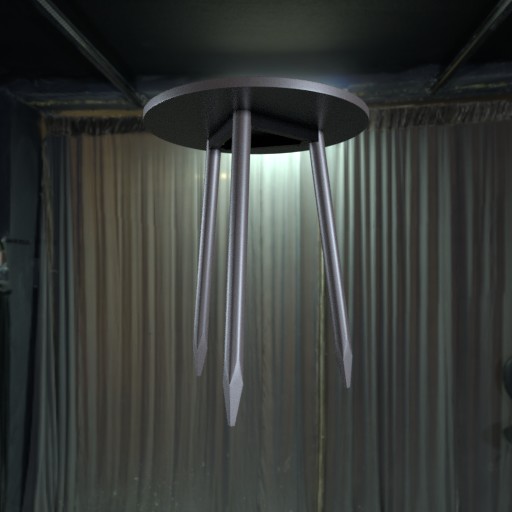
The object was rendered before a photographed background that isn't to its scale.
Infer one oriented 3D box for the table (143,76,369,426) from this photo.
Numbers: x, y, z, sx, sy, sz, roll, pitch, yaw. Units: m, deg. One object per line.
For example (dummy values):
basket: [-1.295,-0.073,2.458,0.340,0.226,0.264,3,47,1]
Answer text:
table: [0.000,0.000,0.925,0.457,0.585,0.457,0,0,0]
